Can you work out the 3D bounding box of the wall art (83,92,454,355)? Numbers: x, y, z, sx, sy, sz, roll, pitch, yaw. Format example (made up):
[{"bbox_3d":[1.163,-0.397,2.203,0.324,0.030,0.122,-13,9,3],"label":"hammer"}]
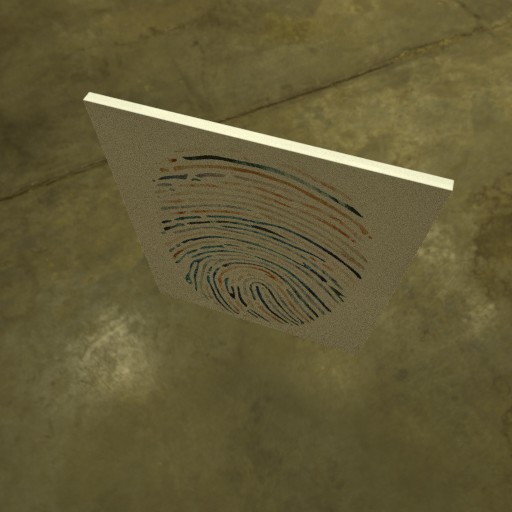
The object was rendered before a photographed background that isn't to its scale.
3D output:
[{"bbox_3d":[0.000,0.000,1.000,0.609,0.710,0.021,16,60,10],"label":"wall art"}]
